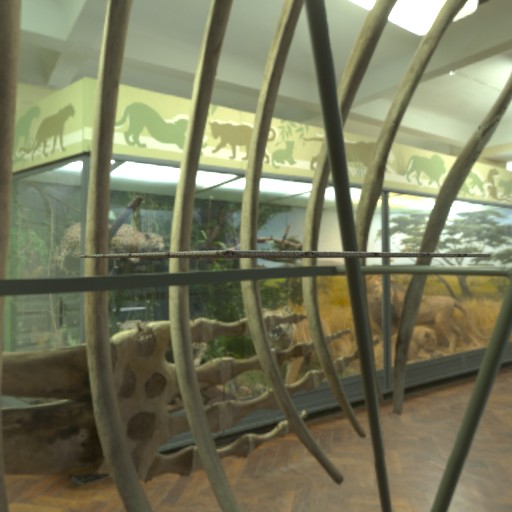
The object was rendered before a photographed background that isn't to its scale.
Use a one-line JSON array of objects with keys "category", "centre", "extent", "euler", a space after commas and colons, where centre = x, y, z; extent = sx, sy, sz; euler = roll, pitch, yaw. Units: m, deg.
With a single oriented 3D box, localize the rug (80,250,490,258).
[{"category": "rug", "centre": [0.000, 0.000, 4.076], "extent": [2.438, 0.029, 3.047], "euler": [0, -1, -34]}]
